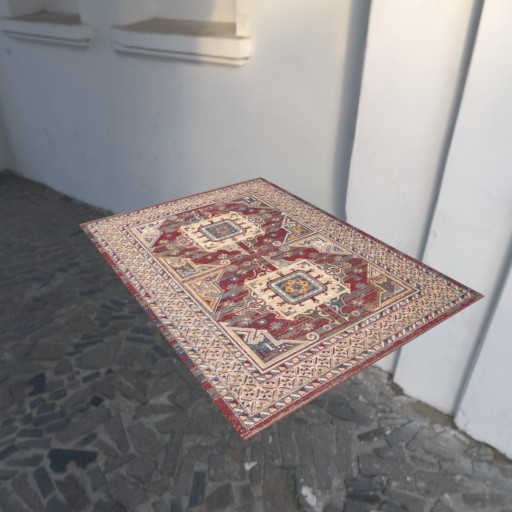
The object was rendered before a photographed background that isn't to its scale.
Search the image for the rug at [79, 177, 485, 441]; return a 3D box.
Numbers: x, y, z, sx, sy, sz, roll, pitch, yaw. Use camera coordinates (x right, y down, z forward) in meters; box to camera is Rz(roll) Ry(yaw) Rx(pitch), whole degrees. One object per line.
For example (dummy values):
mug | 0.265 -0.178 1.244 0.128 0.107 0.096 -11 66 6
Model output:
rug | 0.000 0.000 4.201 2.381 0.013 3.197 -20 37 -29
